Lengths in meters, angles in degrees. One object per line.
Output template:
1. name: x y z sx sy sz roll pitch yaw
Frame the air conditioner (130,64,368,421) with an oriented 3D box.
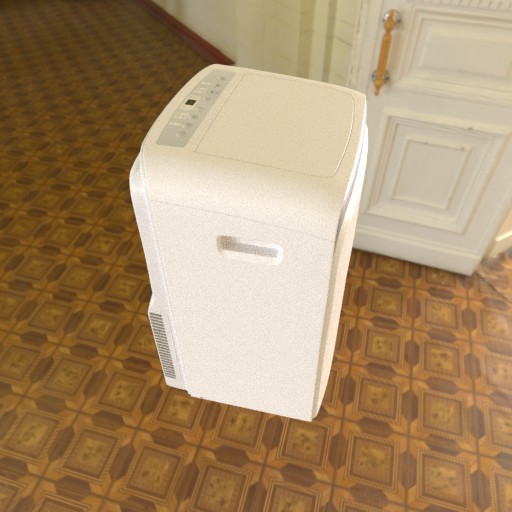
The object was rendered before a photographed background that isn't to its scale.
1. air conditioner: 0.000 0.000 1.083 0.467 0.765 0.478 11 47 10
